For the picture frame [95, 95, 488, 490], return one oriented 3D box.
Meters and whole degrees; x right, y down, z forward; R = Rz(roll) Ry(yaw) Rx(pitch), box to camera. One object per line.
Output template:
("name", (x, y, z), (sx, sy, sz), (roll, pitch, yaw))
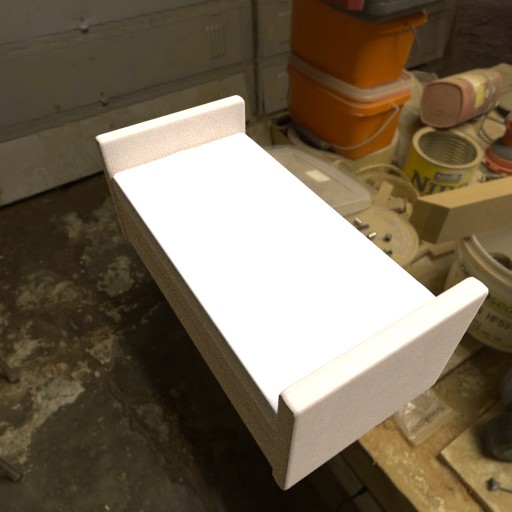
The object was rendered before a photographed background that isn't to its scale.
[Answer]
("picture frame", (0.000, 0.000, 2.683), (1.069, 0.891, 2.161), (-25, 51, -22))
